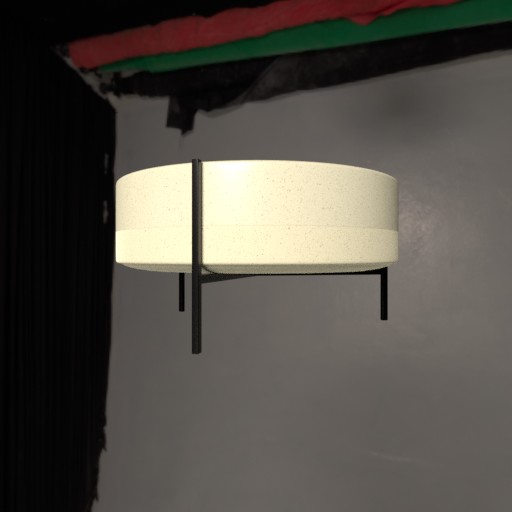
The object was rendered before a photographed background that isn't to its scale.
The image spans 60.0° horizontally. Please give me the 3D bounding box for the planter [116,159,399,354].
[{"bbox_3d":[0.000,0.000,0.548,0.336,0.171,0.345,0,0,18],"label":"planter"}]
